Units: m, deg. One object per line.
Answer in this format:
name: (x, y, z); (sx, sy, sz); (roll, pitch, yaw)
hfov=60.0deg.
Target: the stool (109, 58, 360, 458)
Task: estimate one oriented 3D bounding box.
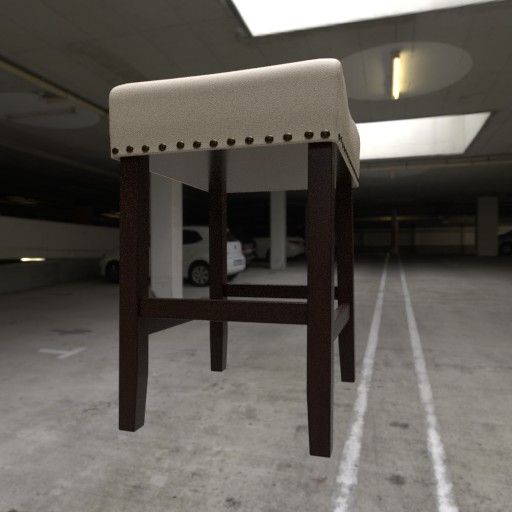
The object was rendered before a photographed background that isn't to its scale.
stool: (0.000, 0.000, 0.929); (0.401, 0.609, 0.471); (0, 0, 17)
